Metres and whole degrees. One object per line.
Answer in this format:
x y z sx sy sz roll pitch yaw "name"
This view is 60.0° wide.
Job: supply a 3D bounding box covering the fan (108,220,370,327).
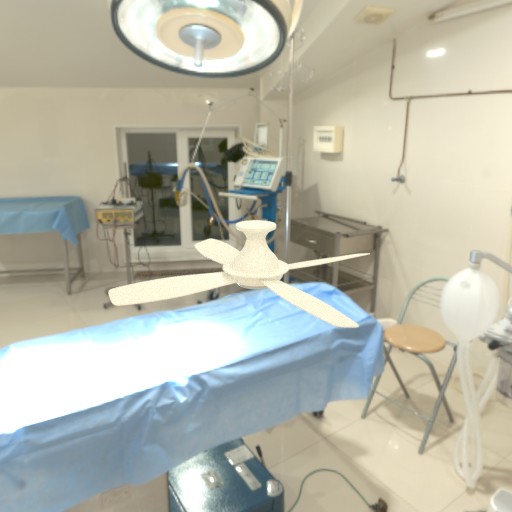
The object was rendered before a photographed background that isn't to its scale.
0.000 0.000 2.614 1.694 0.382 1.693 -9 18 -27 "fan"
